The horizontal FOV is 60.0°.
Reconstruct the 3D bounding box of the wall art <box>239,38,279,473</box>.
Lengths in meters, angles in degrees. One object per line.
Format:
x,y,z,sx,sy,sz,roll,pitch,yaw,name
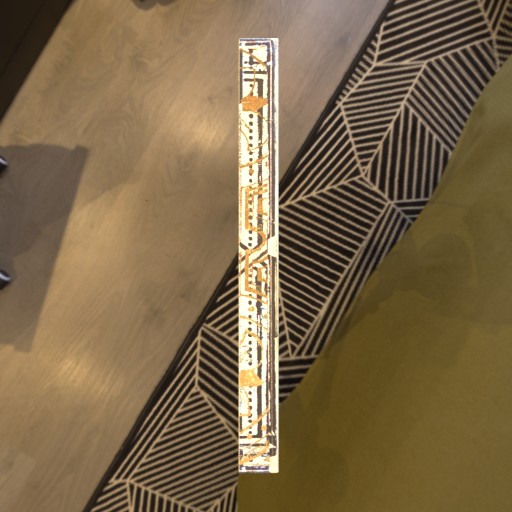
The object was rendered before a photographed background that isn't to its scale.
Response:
0.000,0.000,0.623,0.038,0.410,0.411,0,90,-1,wall art
